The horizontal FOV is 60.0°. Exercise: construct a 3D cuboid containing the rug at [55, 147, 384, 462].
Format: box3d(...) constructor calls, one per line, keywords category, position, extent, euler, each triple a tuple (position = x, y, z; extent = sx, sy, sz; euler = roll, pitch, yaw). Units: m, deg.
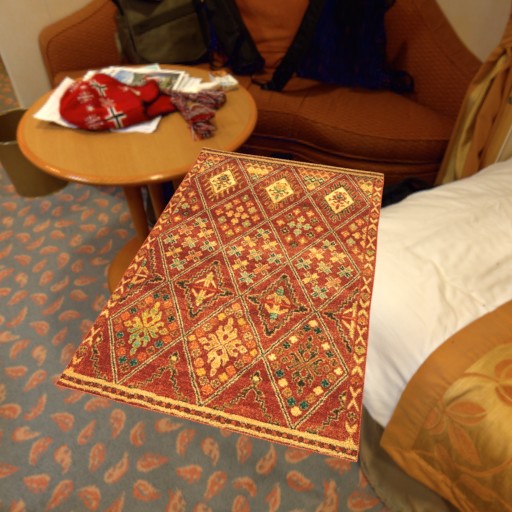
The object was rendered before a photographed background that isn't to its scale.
box3d(category="rug", position=(0.000, 0.000, 2.882), extent=(1.521, 0.026, 2.286), euler=(10, 46, 10))
